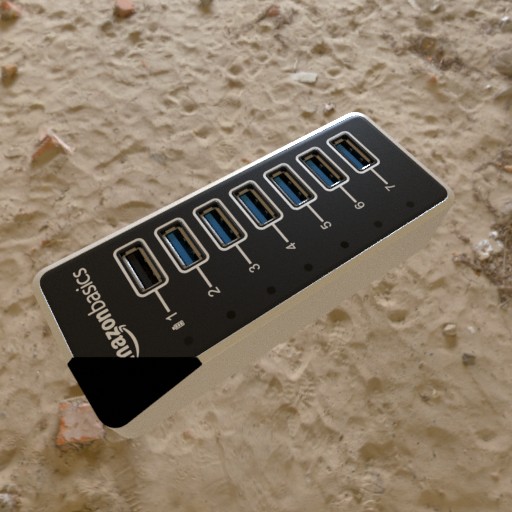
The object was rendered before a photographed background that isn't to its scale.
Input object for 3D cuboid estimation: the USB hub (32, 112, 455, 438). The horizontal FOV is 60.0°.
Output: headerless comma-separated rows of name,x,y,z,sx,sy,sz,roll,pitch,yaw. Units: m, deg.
USB hub,0.000,0.000,0.127,0.110,0.023,0.044,-30,64,-17
